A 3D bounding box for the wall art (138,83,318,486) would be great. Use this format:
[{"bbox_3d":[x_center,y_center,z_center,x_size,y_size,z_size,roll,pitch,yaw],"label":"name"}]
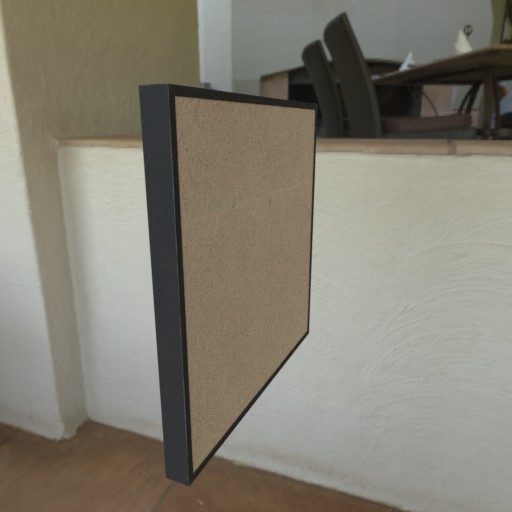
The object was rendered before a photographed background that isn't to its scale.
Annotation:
[{"bbox_3d":[0.000,0.000,0.753,0.038,0.508,0.508,7,18,24],"label":"wall art"}]
